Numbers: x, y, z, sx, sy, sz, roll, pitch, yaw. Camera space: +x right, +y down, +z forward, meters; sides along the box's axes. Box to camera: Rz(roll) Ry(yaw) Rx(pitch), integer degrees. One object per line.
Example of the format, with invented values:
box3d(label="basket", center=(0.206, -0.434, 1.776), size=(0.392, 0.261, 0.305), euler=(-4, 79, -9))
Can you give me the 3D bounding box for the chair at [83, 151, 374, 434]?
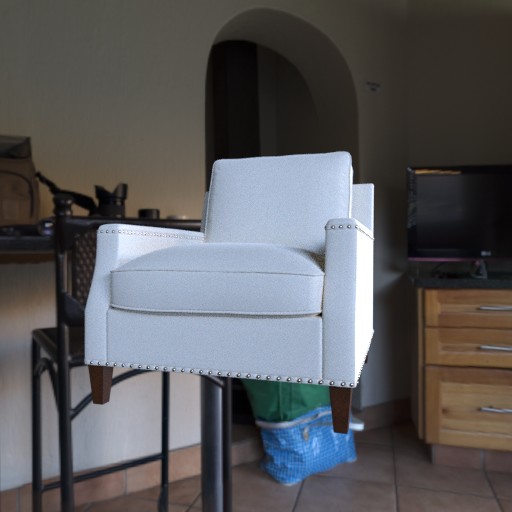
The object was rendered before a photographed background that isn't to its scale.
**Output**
box3d(label="chair", center=(0.000, 0.000, 1.728), size=(0.853, 0.943, 1.014), euler=(0, 0, 18))
